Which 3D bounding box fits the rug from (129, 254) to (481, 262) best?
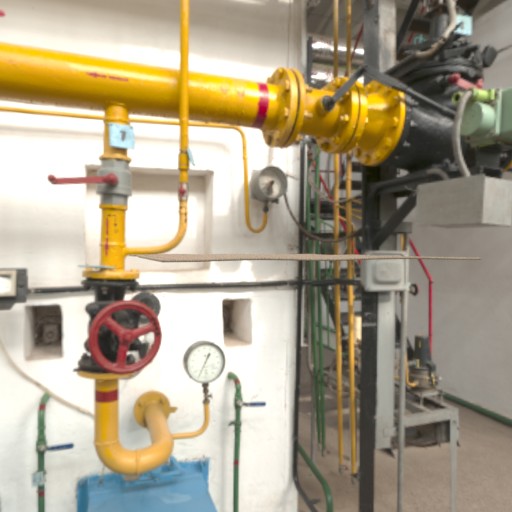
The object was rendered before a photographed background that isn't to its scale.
[{"bbox_3d":[0.000,0.000,2.383,1.220,0.013,1.829,0,1,-19],"label":"rug"}]
